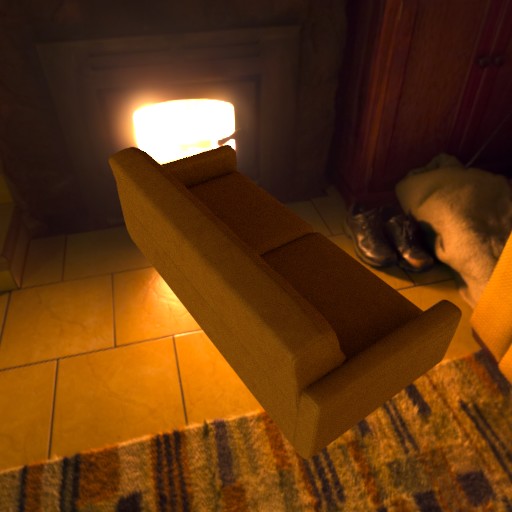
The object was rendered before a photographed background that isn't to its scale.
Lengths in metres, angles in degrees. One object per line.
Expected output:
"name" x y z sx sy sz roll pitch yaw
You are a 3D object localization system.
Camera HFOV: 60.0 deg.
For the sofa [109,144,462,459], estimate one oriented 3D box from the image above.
"sofa" 0.000 0.000 2.683 0.980 0.892 2.137 -24 46 -26
